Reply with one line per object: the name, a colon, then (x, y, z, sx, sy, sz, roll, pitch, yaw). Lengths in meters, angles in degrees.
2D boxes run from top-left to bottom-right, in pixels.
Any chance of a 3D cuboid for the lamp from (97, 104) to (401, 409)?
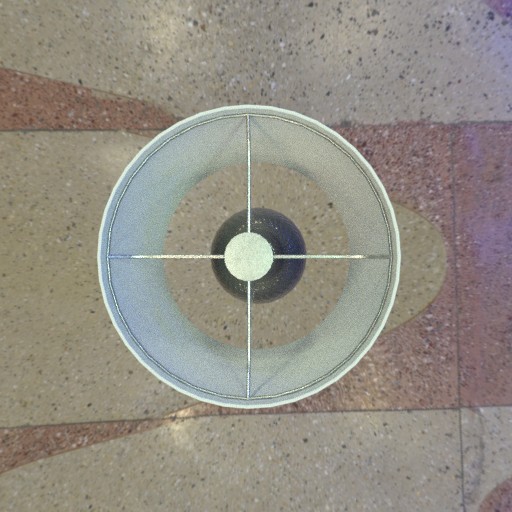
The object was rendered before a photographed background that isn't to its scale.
lamp: (0.000, 0.000, 0.483, 0.207, 0.366, 0.207, 0, 90, 2)
